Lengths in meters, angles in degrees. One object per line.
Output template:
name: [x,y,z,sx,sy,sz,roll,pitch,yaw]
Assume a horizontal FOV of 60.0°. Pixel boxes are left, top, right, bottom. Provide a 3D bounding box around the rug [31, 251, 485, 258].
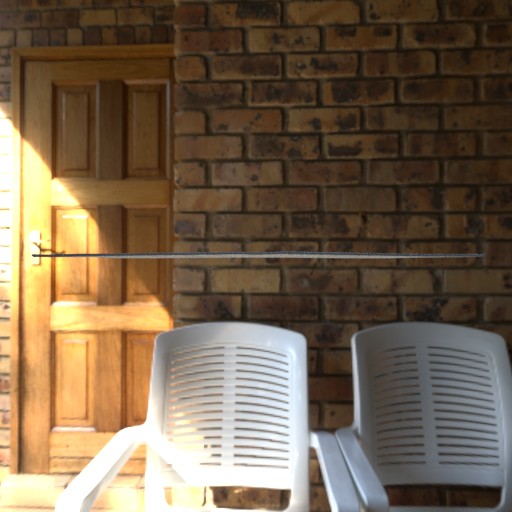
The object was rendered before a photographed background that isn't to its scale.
rug: [0.000,0.000,3.062,2.338,0.030,1.616,0,-1,-2]
